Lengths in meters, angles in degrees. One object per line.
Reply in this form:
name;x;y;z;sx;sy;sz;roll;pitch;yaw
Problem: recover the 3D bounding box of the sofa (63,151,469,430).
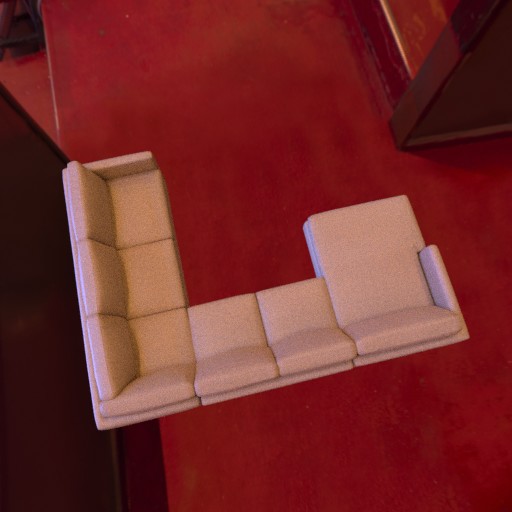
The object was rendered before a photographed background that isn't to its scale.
sofa;0.000;0.000;4.503;3.460;0.961;2.594;-13;75;-3
